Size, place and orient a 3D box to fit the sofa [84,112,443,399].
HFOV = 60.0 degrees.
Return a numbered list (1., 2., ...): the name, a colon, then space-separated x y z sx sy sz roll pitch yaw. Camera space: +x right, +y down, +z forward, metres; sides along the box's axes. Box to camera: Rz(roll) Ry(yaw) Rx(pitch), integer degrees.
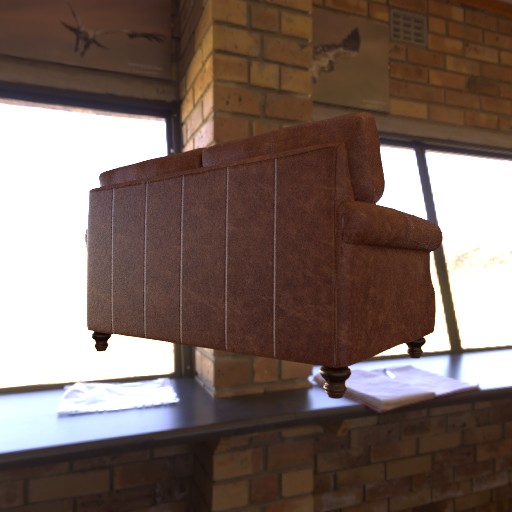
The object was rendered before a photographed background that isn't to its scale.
1. sofa: 0.000 0.000 2.201 1.616 0.967 0.990 -1 -2 37
